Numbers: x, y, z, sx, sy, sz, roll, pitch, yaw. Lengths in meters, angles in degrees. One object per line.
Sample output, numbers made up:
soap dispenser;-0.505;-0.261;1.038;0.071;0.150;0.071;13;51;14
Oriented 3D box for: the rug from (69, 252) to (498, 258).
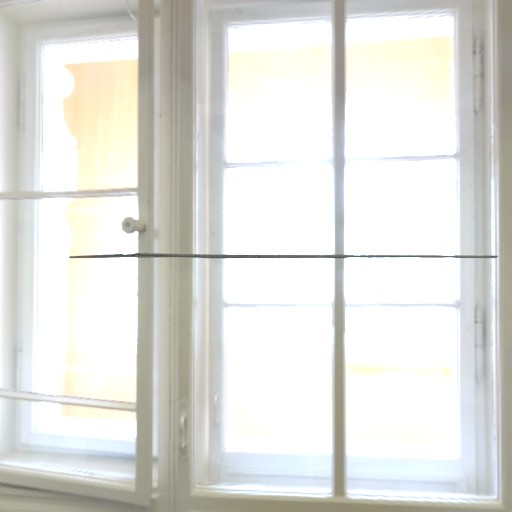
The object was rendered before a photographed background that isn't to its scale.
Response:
rug;0.000;0.000;4.103;2.461;0.046;3.237;0;0;-38
